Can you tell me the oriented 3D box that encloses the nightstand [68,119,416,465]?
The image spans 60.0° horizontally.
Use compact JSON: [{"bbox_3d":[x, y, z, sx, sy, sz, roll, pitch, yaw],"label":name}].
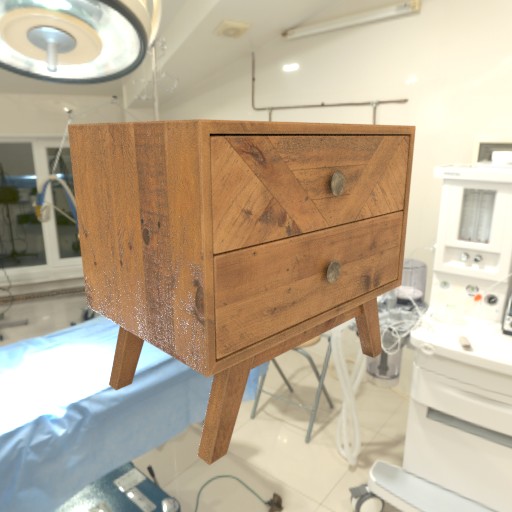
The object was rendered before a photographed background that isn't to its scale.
[{"bbox_3d":[0.000,0.000,1.058,0.650,0.599,0.450,-15,21,-43],"label":"nightstand"}]
